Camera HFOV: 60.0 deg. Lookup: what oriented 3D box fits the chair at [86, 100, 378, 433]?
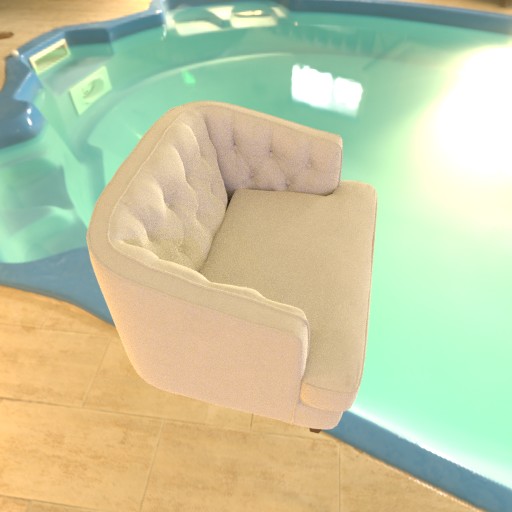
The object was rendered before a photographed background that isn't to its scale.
[{"bbox_3d":[0.000,0.000,1.813,0.941,0.852,1.104,10,48,9],"label":"chair"}]
